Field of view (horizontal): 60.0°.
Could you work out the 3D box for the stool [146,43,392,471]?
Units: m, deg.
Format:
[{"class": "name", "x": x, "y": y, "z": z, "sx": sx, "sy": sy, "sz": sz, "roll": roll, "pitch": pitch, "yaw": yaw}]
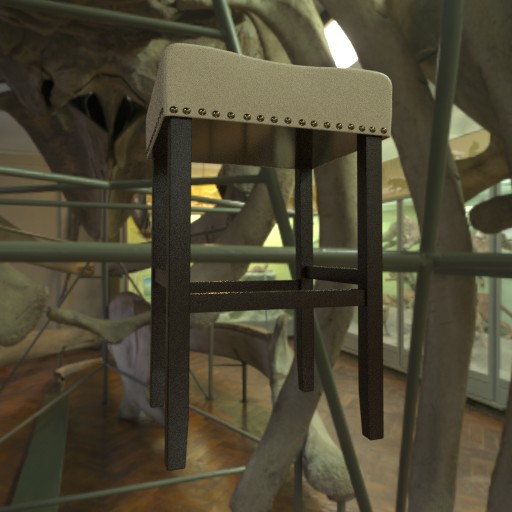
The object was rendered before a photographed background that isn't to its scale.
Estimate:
[{"class": "stool", "x": 0.000, "y": 0.000, "z": 1.027, "sx": 0.471, "sy": 0.762, "sz": 0.401, "roll": 0, "pitch": 0, "yaw": -18}]
